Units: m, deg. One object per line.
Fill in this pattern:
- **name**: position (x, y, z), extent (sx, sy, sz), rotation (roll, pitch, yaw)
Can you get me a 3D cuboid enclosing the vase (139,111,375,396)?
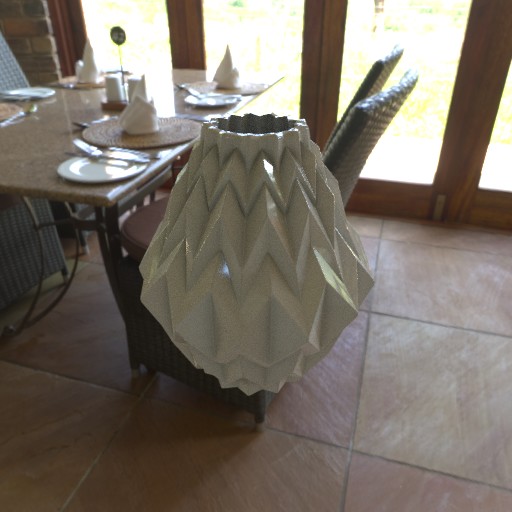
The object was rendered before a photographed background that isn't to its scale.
- **vase**: position (0.000, 0.000, 0.311), extent (0.164, 0.185, 0.164), rotation (0, 30, 0)
